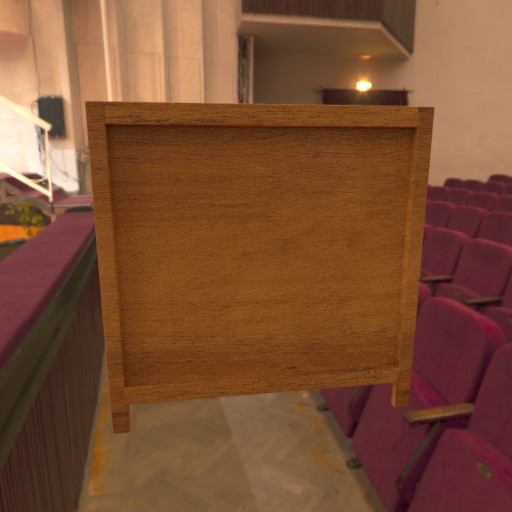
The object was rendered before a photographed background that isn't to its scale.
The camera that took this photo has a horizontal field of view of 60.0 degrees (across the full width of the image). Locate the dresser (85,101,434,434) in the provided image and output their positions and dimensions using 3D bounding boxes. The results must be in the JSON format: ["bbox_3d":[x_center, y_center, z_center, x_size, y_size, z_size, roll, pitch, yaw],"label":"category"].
[{"bbox_3d":[0.000,0.000,1.297,0.804,0.804,0.427,-2,13,-9],"label":"dresser"}]
